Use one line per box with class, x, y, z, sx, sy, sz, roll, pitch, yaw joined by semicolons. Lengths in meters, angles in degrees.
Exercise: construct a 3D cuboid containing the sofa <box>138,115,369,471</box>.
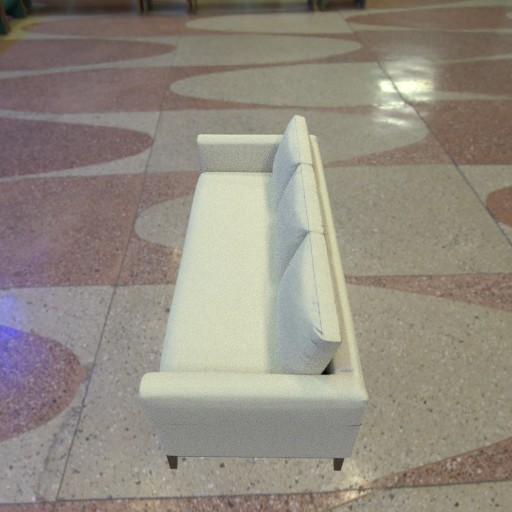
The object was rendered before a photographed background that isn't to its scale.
sofa;0.000;0.000;2.657;0.902;0.911;2.198;0;42;0
